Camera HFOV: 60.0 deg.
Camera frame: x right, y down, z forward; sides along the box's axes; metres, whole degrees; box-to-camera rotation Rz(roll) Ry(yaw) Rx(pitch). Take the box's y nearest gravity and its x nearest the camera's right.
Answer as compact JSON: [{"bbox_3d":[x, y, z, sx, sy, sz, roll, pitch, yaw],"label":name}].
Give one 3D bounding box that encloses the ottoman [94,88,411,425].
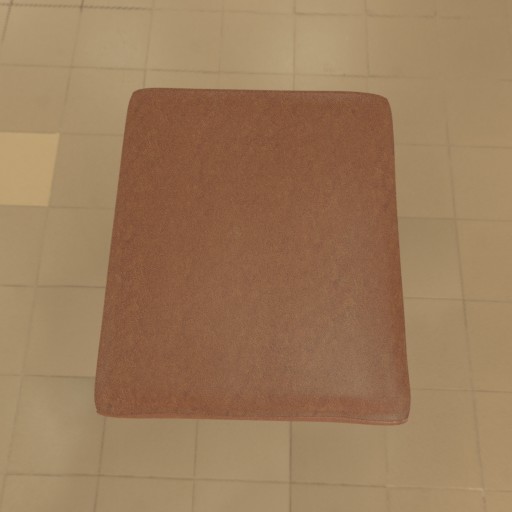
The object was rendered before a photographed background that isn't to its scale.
[{"bbox_3d":[0.000,0.000,1.433,0.836,0.472,0.987,1,74,0],"label":"ottoman"}]
